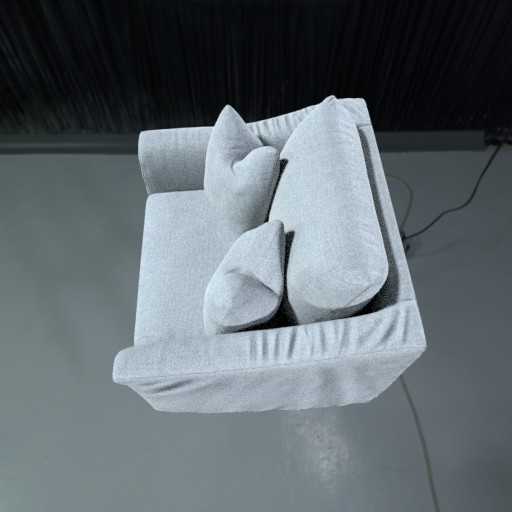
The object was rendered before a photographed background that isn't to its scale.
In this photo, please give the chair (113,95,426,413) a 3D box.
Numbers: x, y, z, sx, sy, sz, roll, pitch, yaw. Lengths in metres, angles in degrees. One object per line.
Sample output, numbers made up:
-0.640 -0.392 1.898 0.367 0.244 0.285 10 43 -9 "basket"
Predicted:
0.000 0.000 2.001 1.071 1.059 1.194 -3 60 -1 "chair"
